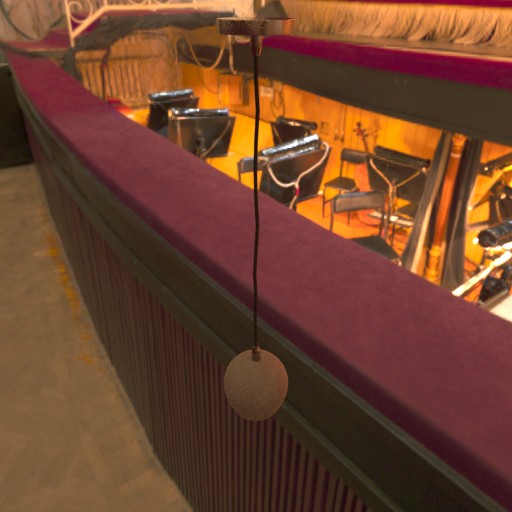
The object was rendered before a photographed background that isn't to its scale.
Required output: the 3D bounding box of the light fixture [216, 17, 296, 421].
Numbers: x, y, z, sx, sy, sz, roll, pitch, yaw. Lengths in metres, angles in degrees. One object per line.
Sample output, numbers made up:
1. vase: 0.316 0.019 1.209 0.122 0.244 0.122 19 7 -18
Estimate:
1. light fixture: 0.000 0.000 0.808 0.139 0.764 0.139 -21 36 -32
